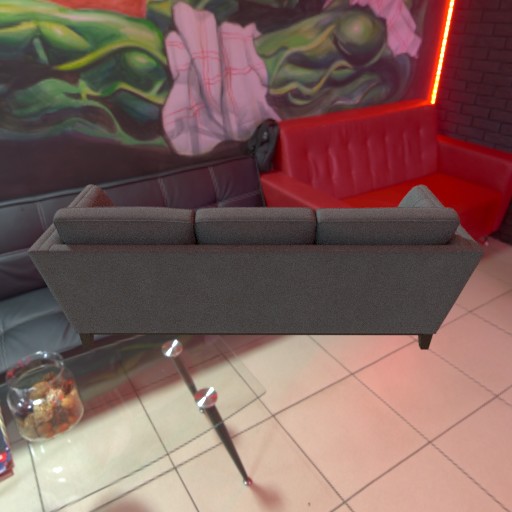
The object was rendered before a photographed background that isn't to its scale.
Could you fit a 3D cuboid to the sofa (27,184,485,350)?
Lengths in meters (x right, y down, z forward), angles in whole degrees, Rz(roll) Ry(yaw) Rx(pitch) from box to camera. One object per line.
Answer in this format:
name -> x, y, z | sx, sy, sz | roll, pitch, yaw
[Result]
sofa -> 0.000, 0.000, 2.866 | 2.387, 0.940, 0.965 | 0, 30, 0
